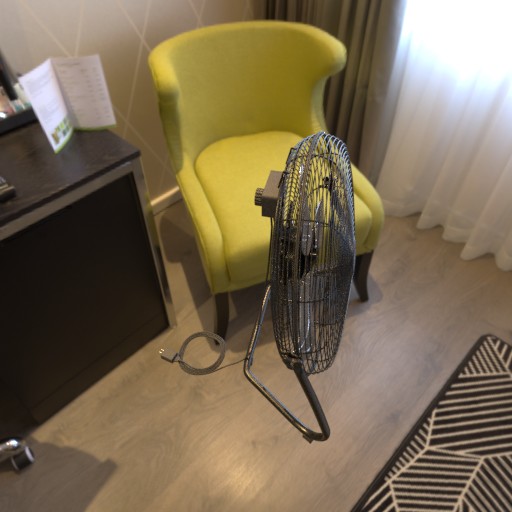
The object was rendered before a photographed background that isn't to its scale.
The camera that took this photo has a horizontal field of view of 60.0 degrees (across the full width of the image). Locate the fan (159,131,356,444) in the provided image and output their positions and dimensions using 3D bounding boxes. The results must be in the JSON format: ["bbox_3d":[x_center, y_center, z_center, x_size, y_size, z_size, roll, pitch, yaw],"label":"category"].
[{"bbox_3d":[0.000,0.000,1.039,0.470,0.605,0.595,10,48,9],"label":"fan"}]
